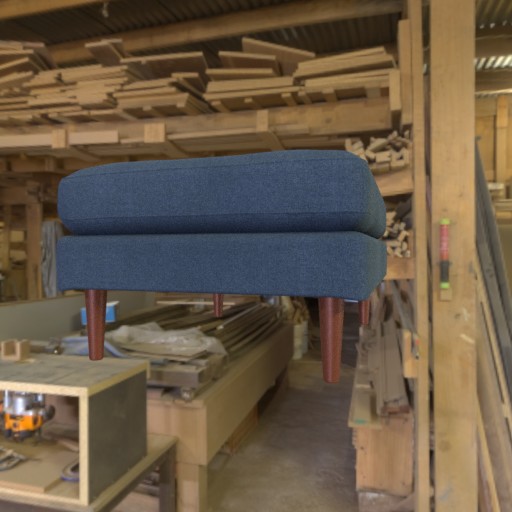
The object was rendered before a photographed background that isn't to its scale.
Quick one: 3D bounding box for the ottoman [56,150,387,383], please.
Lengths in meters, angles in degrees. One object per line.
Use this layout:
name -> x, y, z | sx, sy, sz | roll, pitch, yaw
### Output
ottoman -> 0.000, 0.000, 1.270 | 0.693, 0.474, 0.821 | 0, 1, 19
